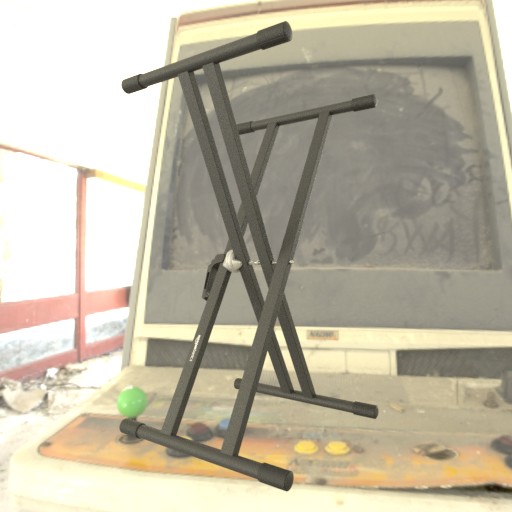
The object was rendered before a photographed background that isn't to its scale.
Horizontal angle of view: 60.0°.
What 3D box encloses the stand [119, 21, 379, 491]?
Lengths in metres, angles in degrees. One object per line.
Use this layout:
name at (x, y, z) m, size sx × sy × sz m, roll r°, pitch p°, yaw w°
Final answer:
stand at (0.000, 0.000, 1.180) m, size 0.495 × 0.900 × 0.503 m, roll 0°, pitch 0°, yaw 35°
